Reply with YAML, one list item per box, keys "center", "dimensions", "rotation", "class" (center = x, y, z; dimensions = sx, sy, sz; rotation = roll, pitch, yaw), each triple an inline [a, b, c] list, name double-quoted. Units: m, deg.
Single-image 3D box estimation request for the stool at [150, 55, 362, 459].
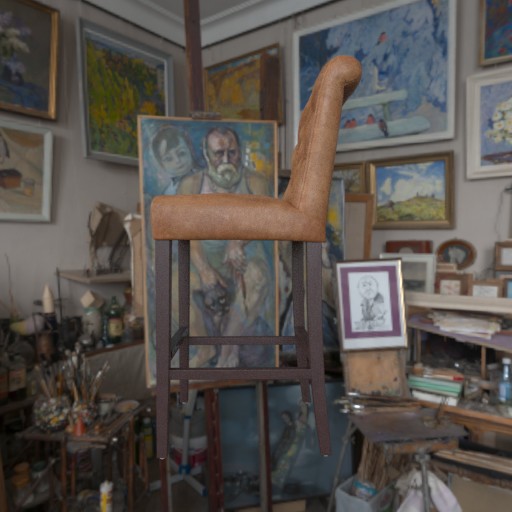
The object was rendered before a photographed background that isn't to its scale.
- center: [0.000, 0.000, 1.467]
  dimensions: [0.601, 1.140, 0.493]
  rotation: [0, 2, -1]
  class: "stool"
